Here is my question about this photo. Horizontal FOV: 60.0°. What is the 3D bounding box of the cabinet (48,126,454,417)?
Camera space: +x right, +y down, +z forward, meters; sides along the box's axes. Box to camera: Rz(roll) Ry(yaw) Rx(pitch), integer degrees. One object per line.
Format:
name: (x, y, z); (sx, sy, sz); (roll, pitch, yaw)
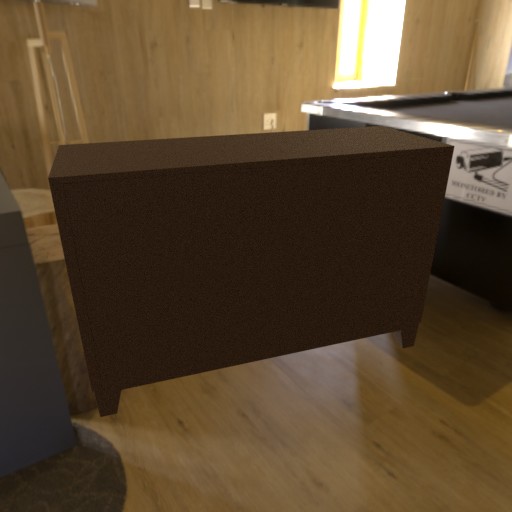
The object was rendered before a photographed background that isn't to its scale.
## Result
cabinet: (0.000, 0.000, 1.852); (1.396, 0.914, 0.482); (-8, 27, -17)
